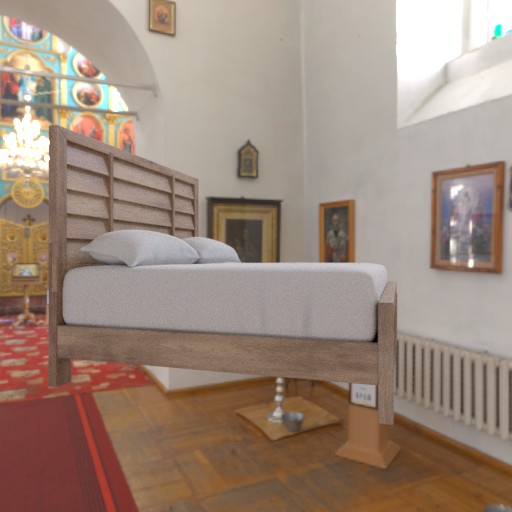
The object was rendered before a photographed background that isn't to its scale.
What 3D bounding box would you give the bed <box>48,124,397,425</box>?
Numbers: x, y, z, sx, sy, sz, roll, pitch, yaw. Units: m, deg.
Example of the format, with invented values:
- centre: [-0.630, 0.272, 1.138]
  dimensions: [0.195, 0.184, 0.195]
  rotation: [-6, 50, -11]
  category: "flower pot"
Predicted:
- centre: [0.000, 0.000, 3.405]
  dimensions: [2.062, 1.626, 2.032]
  rotation: [0, 0, 18]
  category: "bed"
